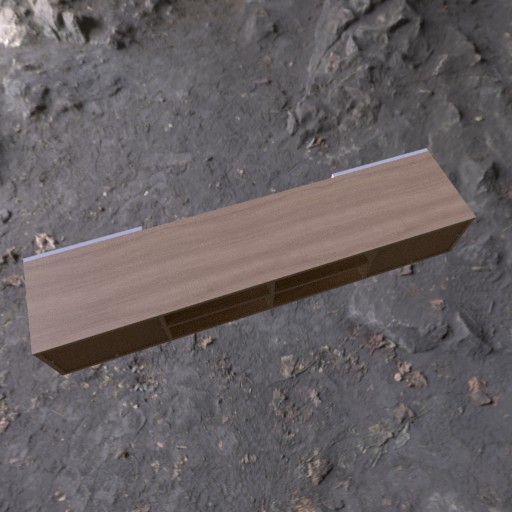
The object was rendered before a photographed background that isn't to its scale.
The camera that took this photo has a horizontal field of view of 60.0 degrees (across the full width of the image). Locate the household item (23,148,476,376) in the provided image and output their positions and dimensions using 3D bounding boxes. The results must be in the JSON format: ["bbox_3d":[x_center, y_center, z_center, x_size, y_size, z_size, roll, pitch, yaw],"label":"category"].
[{"bbox_3d":[0.000,0.000,1.980,1.850,0.310,0.420,-17,61,-9],"label":"household item"}]
